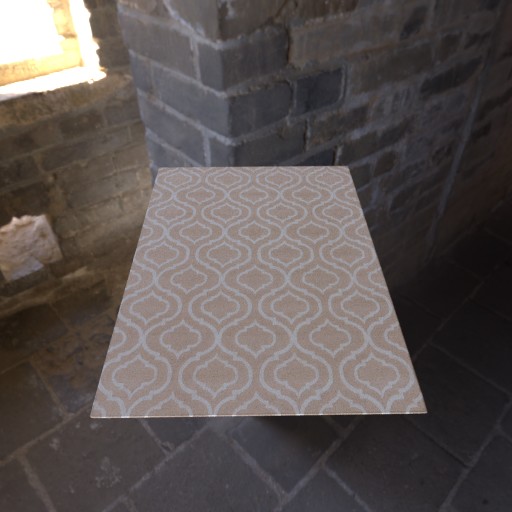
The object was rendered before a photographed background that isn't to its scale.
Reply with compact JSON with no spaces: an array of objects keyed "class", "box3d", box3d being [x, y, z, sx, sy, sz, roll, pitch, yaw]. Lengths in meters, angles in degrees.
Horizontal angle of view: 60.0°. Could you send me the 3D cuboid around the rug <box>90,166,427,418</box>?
[{"class":"rug","box3d":[0.000,0.000,2.785,1.524,0.010,2.134,-1,42,-1]}]
